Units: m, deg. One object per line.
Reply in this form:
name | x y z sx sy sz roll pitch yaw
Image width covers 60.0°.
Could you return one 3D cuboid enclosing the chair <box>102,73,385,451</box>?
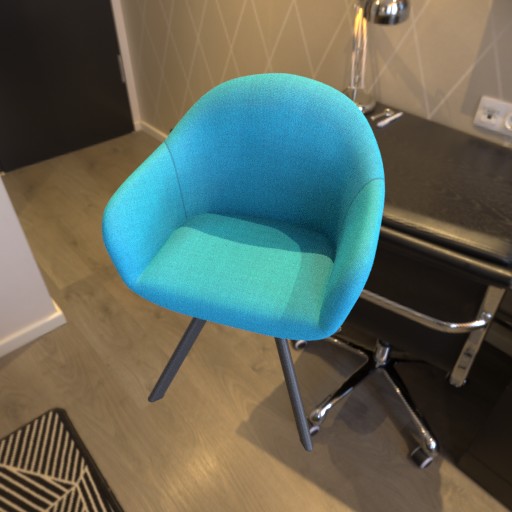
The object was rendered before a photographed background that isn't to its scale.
chair | 0.000 0.000 1.178 0.590 0.795 0.550 12 42 14
